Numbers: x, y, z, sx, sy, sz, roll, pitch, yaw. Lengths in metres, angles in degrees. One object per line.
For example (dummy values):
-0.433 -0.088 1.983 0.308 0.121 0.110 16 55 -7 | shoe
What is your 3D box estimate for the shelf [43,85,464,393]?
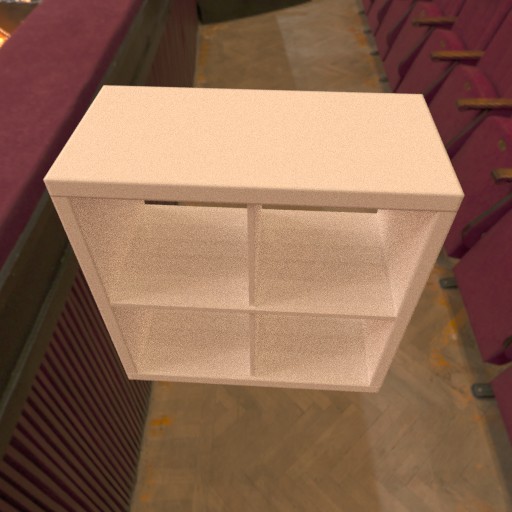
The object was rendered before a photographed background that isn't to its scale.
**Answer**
0.000 0.000 1.249 0.790 0.786 0.390 2 47 2 | shelf
